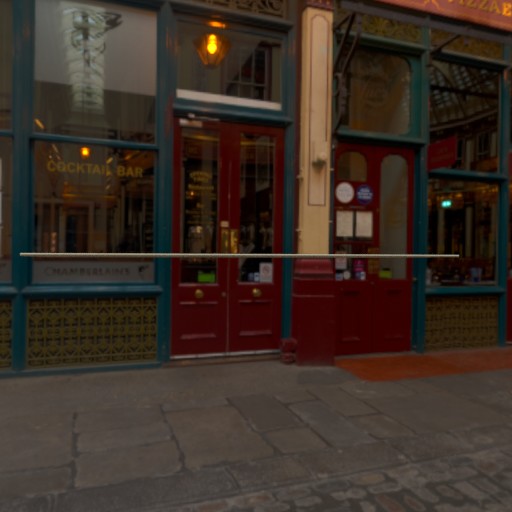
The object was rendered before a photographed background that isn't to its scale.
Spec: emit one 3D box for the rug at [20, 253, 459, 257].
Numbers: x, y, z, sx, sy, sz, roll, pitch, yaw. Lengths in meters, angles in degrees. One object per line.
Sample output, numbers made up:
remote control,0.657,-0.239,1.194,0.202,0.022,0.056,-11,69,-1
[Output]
rug,0.000,0.000,2.517,2.297,0.013,0.661,0,0,-20
